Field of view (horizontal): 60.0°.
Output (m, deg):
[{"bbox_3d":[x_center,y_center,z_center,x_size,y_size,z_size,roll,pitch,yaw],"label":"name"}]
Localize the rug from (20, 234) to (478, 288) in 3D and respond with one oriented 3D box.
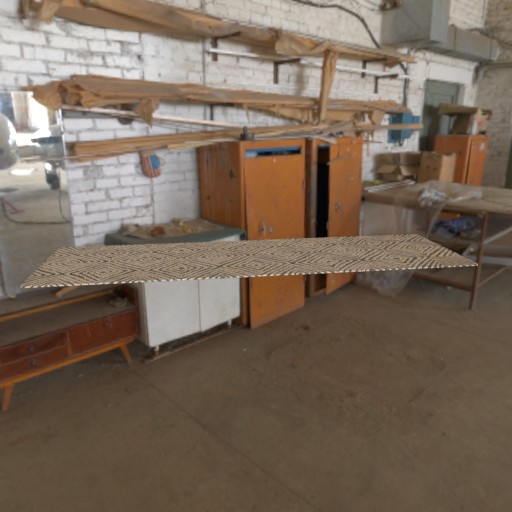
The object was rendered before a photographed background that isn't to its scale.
[{"bbox_3d":[0.000,0.000,2.491,2.277,0.008,0.676,-2,17,-8],"label":"rug"}]
